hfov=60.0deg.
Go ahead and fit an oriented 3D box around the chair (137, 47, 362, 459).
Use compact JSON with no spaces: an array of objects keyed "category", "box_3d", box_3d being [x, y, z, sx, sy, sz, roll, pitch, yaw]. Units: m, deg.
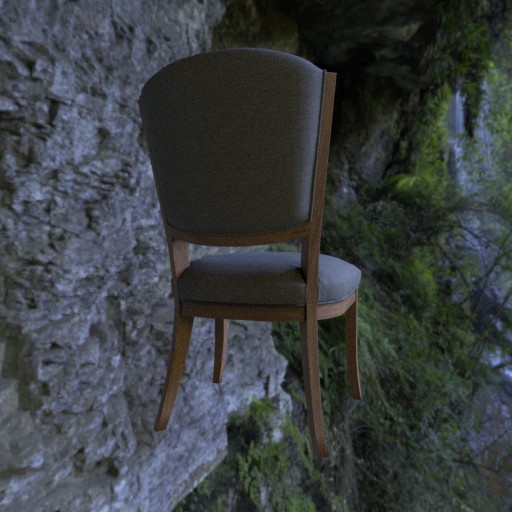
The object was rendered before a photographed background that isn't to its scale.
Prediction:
[{"category":"chair","box_3d":[0.000,0.000,1.224,0.513,0.905,0.584,0,1,20]}]
